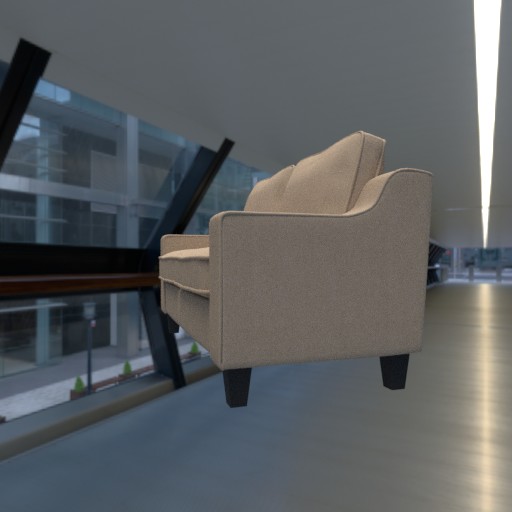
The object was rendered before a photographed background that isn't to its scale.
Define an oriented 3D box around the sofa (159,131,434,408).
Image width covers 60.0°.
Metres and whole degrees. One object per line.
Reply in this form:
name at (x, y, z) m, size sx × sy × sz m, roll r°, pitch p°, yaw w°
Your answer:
sofa at (0.000, 0.000, 3.583) m, size 1.351 × 1.562 × 2.587 m, roll 0°, pitch 0°, yaw -18°
